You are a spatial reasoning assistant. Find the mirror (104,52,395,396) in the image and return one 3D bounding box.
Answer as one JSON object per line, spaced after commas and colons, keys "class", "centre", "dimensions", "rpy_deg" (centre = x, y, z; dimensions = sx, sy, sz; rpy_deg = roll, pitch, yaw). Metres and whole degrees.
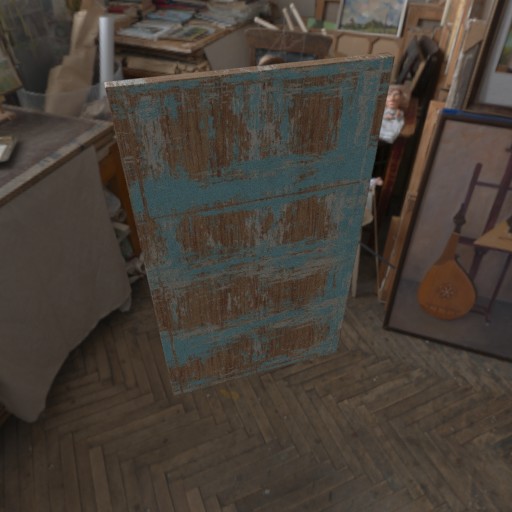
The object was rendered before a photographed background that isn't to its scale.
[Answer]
{"class": "mirror", "centre": [0.000, 0.000, 1.462], "dimensions": [0.707, 1.213, 0.083], "rpy_deg": [-12, 42, -13]}
